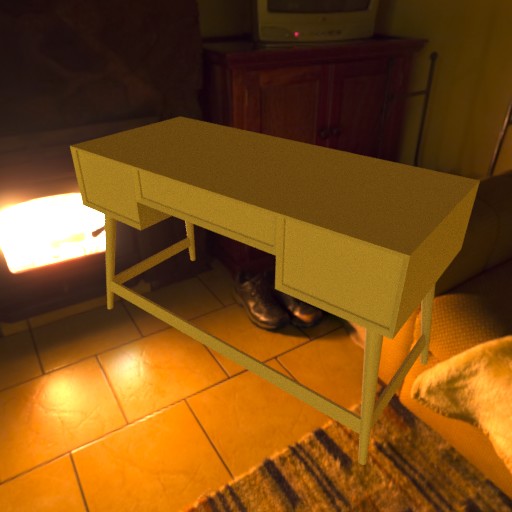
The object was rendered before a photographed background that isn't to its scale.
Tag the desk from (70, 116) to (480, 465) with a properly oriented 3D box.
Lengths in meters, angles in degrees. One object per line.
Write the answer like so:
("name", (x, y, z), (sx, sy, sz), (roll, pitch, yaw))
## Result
("desk", (0.000, 0.000, 1.716), (1.313, 0.762, 0.589), (22, 37, 32))
